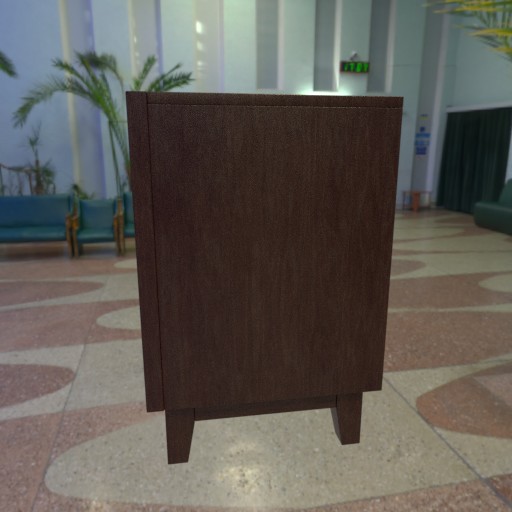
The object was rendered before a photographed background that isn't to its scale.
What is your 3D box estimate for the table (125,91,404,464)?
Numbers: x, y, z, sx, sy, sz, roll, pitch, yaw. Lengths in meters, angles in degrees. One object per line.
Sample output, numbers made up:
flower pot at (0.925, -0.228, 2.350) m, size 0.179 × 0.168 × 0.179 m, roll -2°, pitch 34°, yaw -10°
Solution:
table at (0.000, 0.000, 0.970) m, size 0.449 × 0.609 × 0.557 m, roll -2°, pitch 14°, yaw -9°
